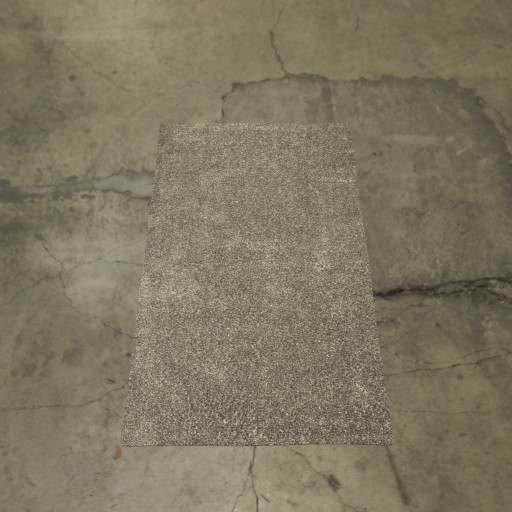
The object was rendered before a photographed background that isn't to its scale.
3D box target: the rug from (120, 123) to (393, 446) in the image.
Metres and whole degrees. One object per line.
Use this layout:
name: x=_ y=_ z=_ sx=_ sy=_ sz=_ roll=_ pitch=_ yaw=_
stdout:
rug: x=0.000 y=0.000 z=2.972 sx=1.502 sy=0.025 sz=2.350 roll=0 pitch=63 yaw=0
